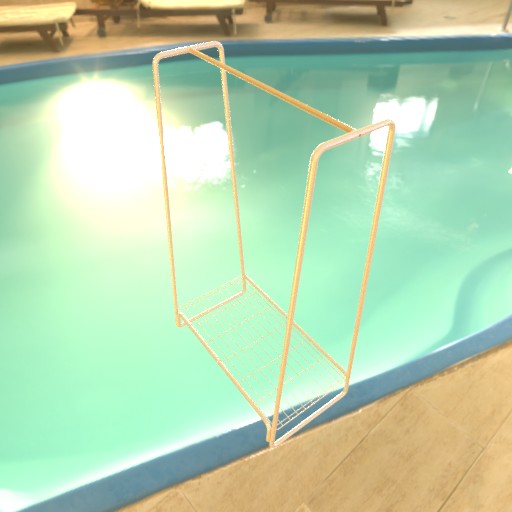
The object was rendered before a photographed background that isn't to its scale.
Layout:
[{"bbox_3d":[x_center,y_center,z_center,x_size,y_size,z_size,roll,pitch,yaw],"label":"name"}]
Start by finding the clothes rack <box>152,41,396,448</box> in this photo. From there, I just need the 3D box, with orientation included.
[{"bbox_3d":[0.000,0.000,1.919,0.495,1.500,0.900,-26,48,-26],"label":"clothes rack"}]
